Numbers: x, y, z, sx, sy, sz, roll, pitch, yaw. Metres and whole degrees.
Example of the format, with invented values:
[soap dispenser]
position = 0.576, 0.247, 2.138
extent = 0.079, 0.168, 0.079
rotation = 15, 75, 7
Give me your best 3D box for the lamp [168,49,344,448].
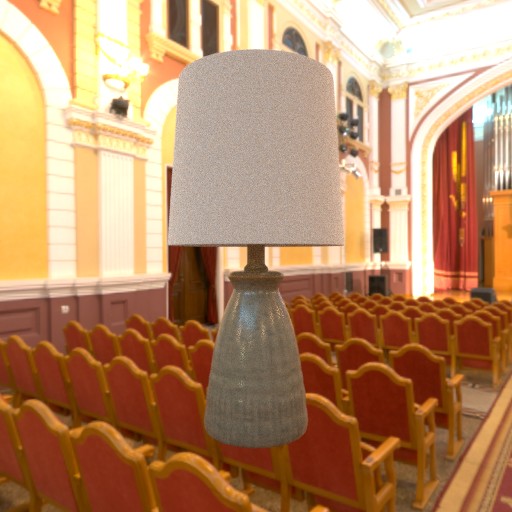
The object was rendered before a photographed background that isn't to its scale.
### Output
[lamp]
position = 0.000, 0.000, 0.477
extent = 0.186, 0.369, 0.186
rotation = 0, 0, 0
